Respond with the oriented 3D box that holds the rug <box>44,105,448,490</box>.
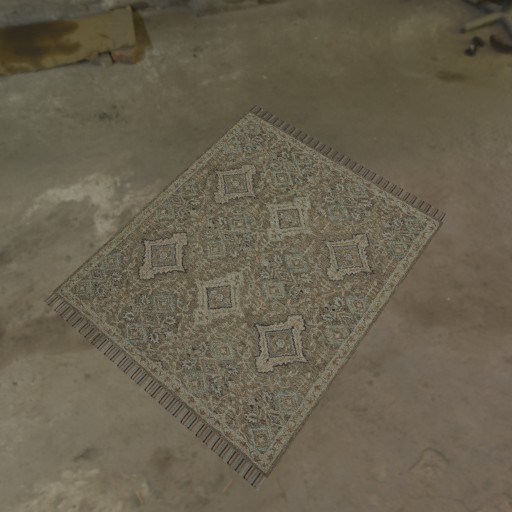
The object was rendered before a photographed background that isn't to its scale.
[{"bbox_3d":[0.000,0.000,4.166,2.437,0.010,3.056,35,68,17],"label":"rug"}]
